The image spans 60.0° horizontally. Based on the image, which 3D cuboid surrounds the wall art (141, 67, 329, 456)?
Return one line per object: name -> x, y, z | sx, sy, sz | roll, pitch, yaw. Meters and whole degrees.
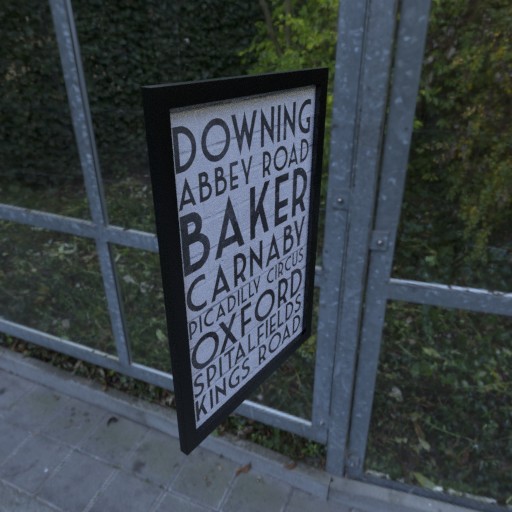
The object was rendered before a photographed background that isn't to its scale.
wall art -> 0.000, 0.000, 0.864 | 0.019, 0.656, 0.462 | 18, 32, 32
